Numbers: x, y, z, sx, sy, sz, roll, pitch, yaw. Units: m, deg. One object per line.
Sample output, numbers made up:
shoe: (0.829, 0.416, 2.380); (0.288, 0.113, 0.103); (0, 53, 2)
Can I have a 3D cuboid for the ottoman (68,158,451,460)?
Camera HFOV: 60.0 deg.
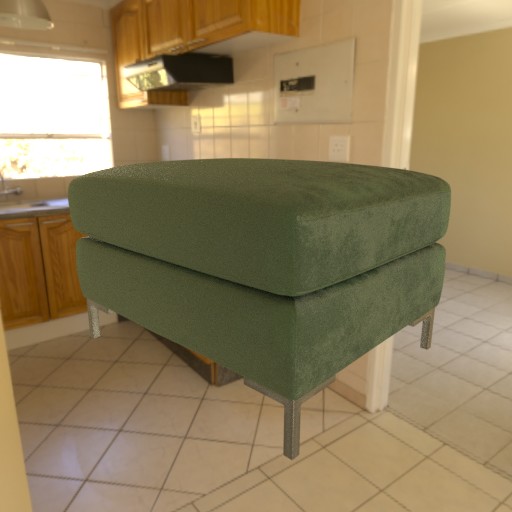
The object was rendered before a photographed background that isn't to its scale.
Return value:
ottoman: (0.000, 0.000, 1.272); (0.839, 0.538, 0.701); (14, 20, 41)
